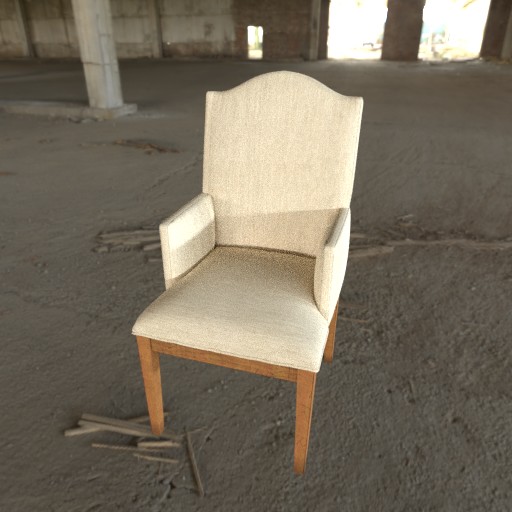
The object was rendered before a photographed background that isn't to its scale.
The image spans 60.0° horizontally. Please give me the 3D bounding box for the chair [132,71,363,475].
[{"bbox_3d":[0.000,0.000,1.364,0.533,1.016,0.641,8,28,16],"label":"chair"}]
